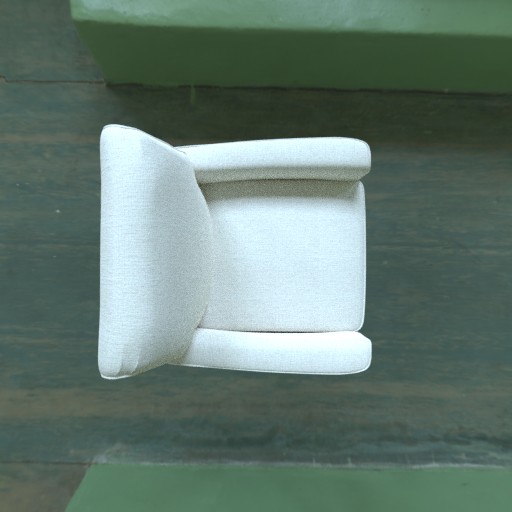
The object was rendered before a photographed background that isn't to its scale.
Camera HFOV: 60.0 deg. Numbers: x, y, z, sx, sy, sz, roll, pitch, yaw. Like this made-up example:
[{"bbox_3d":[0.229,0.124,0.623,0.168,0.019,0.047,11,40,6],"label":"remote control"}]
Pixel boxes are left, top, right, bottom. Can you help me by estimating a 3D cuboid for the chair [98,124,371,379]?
[{"bbox_3d":[0.000,0.000,1.648,0.858,1.028,0.841,0,89,0],"label":"chair"}]
